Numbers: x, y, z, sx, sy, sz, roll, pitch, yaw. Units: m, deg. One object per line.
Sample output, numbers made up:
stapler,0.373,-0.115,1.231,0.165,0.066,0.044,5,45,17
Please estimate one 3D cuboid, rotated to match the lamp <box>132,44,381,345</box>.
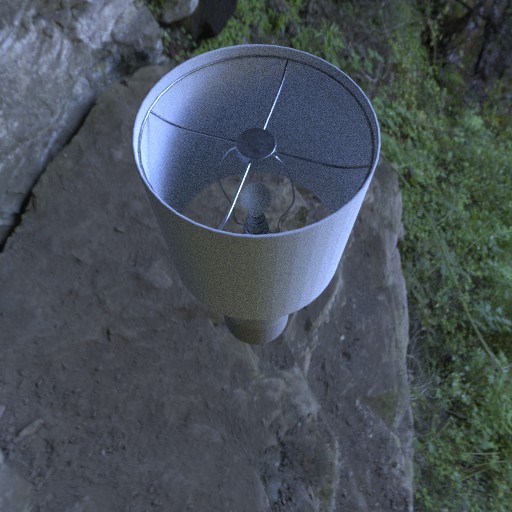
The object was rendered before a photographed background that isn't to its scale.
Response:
lamp,0.000,0.000,0.600,0.212,0.493,0.212,16,65,8
